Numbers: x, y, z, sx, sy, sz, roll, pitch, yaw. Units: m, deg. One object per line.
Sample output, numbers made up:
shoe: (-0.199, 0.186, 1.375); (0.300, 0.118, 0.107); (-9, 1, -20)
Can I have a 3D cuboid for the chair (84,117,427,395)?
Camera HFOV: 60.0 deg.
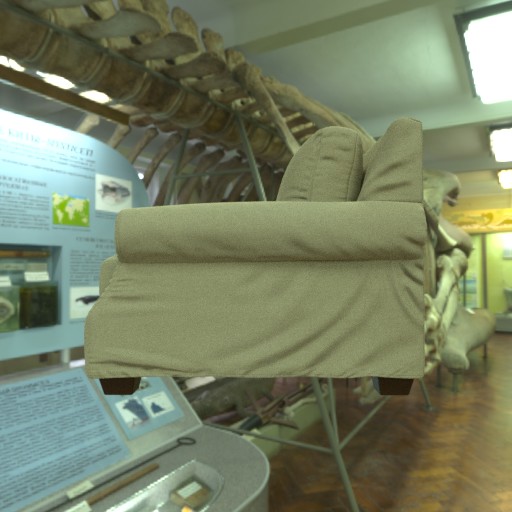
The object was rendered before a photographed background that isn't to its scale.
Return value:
chair: (0.000, 0.000, 1.731); (1.066, 0.866, 0.940); (0, -1, 0)
